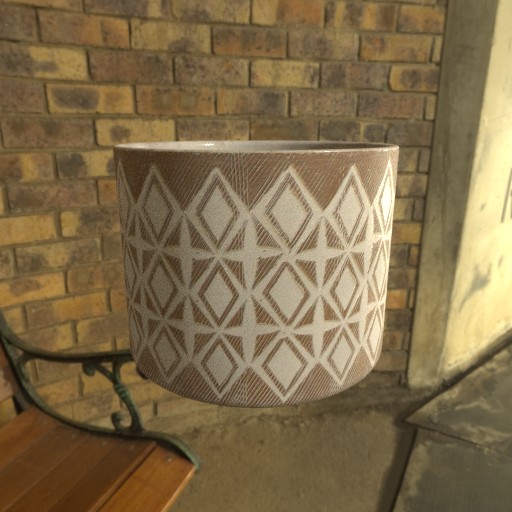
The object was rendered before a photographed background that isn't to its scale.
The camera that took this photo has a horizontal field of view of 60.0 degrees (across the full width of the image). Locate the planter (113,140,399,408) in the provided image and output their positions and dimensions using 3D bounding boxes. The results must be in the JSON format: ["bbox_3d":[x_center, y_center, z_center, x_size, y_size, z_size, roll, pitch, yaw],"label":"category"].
[{"bbox_3d":[0.000,0.000,0.336,0.193,0.165,0.193,0,16,0],"label":"planter"}]
